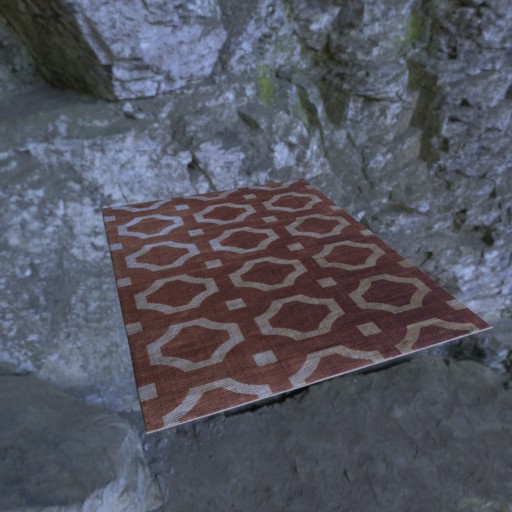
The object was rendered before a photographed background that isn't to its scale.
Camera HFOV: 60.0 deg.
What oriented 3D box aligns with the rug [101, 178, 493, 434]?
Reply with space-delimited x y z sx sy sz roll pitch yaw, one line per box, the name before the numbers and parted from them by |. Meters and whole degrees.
rug | 0.000 0.000 4.009 2.466 0.021 3.049 -11 33 -18
